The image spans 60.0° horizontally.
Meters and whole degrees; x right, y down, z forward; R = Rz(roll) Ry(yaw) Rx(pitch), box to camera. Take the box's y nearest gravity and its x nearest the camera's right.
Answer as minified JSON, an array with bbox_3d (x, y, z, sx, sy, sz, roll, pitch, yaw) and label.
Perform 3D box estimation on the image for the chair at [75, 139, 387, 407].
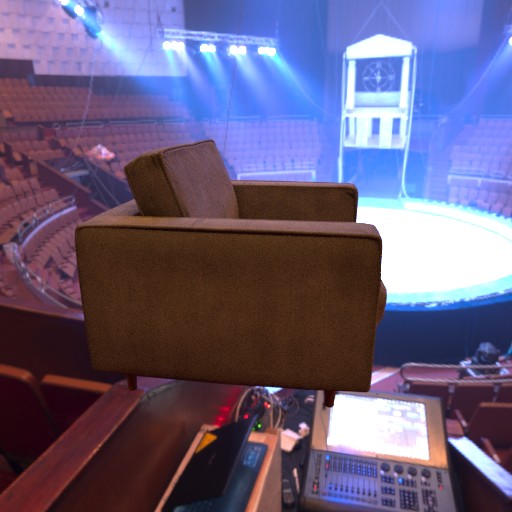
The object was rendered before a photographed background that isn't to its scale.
[{"bbox_3d":[0.000,0.000,1.559,0.843,0.773,0.928,2,17,8],"label":"chair"}]
